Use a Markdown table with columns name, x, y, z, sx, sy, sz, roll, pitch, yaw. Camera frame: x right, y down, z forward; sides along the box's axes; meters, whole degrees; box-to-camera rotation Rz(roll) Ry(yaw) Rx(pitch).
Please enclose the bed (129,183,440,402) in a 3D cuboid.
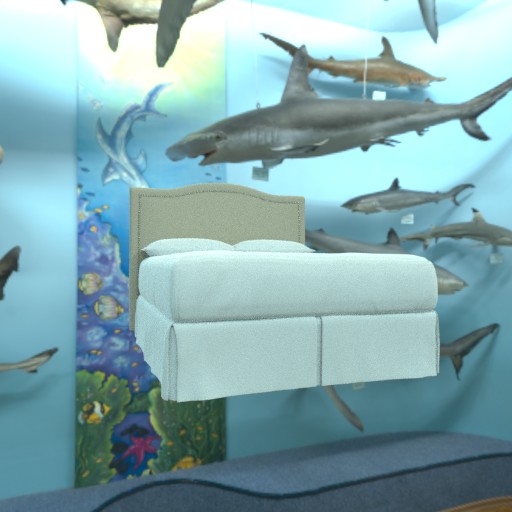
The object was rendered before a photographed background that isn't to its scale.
| name | x | y | z | sx | sy | sz | roll | pitch | yaw |
| --- | --- | --- | --- | --- | --- | --- | --- | --- | --- |
| bed | 0.000 | 0.000 | 3.381 | 1.753 | 1.460 | 2.143 | 0 | -1 | -19 |
